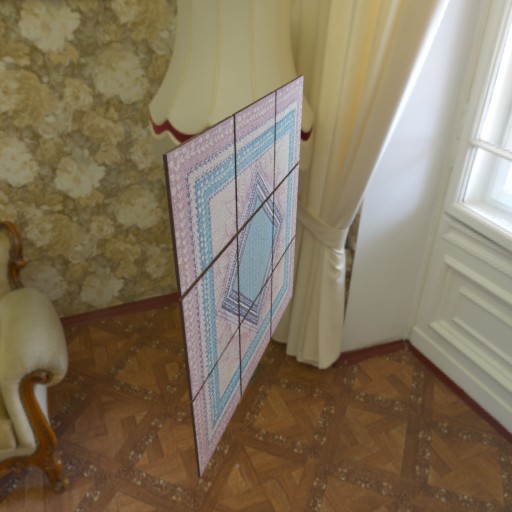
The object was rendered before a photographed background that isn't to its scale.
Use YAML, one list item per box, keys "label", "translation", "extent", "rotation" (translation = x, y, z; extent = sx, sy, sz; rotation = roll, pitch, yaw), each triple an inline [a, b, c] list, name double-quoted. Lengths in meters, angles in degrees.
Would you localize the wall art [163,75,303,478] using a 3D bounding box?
- label: "wall art"
  translation: [0.000, 0.000, 2.273]
  extent: [0.014, 1.525, 1.527]
  rotation: [11, 32, 17]
